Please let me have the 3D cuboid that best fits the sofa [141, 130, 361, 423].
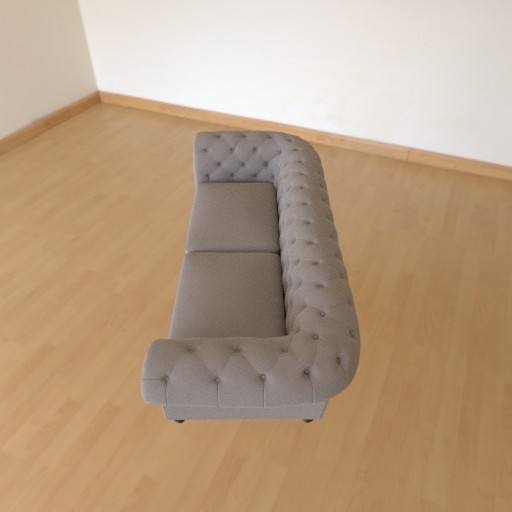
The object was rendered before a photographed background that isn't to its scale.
[{"bbox_3d":[0.000,0.000,2.909,0.991,0.749,2.411,0,41,0],"label":"sofa"}]
